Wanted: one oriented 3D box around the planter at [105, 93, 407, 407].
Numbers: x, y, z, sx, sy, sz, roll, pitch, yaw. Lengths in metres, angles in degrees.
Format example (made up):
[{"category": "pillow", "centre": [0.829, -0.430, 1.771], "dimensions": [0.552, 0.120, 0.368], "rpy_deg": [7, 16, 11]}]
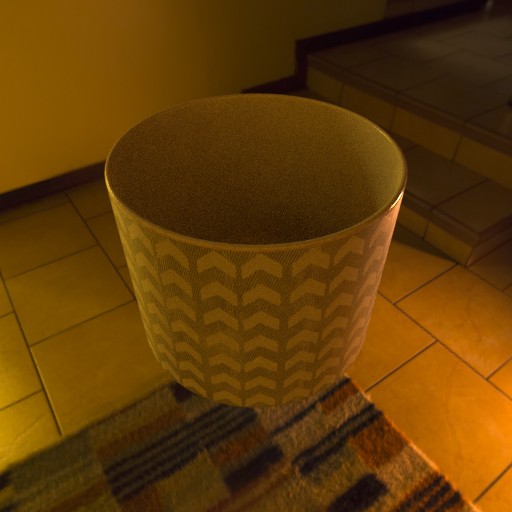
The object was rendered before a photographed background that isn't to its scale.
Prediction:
[{"category": "planter", "centre": [0.000, 0.000, 0.456], "dimensions": [0.250, 0.239, 0.250], "rpy_deg": [0, 42, 0]}]
